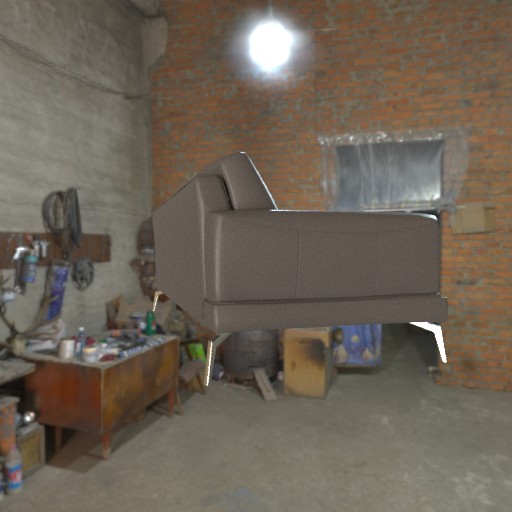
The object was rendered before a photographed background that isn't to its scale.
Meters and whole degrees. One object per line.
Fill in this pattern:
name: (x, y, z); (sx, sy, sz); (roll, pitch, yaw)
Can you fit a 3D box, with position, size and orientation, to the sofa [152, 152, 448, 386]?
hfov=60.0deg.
sofa: (0.000, 0.000, 2.796); (1.121, 0.930, 2.177); (0, 1, -18)
